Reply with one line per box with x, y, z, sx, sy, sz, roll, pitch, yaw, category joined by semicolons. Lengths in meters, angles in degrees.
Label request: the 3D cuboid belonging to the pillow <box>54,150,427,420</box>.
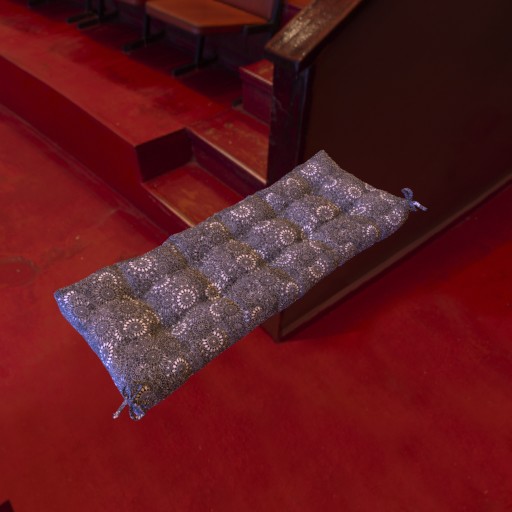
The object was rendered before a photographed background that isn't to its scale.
0.000;0.000;1.402;1.194;0.174;0.511;-32;54;-27;pillow
